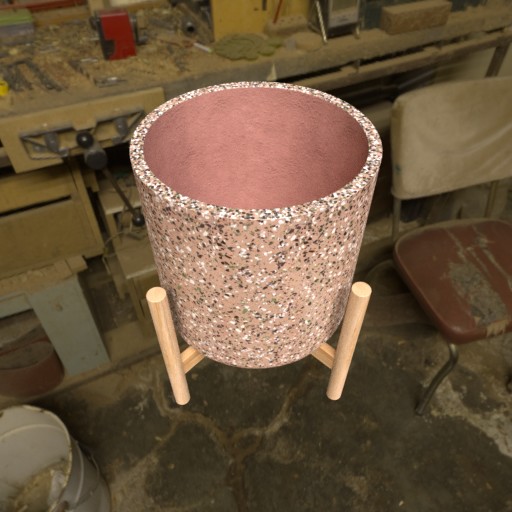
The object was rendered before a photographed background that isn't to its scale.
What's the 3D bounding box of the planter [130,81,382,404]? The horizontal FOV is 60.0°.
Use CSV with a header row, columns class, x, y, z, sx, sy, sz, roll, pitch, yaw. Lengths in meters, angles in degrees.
class,x,y,z,sx,sy,sz,roll,pitch,yaw
planter,0.000,0.000,0.692,0.360,0.419,0.360,-18,49,-17
